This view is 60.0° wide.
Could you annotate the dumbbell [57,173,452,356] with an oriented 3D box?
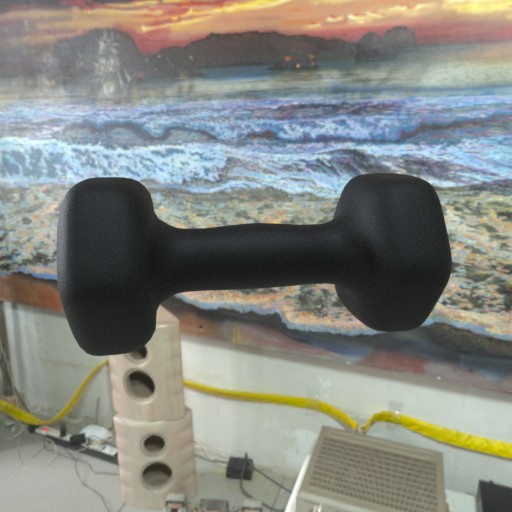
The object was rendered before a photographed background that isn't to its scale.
[{"bbox_3d":[0.000,0.000,0.285,0.231,0.101,0.112,-3,15,-9],"label":"dumbbell"}]
